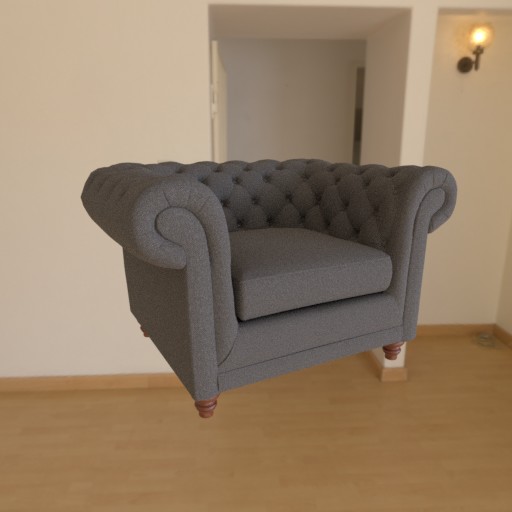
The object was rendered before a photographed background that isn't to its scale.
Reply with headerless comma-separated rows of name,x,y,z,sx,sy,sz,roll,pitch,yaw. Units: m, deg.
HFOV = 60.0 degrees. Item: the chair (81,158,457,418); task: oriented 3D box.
chair,0.000,0.000,1.875,1.270,0.770,0.976,-8,17,-27
